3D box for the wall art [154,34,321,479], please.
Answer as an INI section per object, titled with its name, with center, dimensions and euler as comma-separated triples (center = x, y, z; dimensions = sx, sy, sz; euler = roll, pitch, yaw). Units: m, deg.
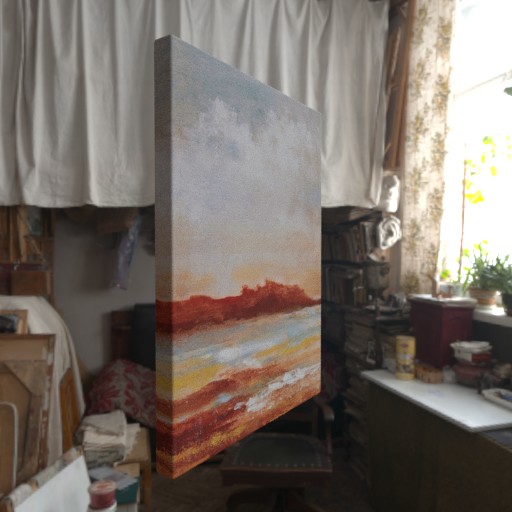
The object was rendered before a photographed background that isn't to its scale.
[wall art]
center = 0.000, 0.000, 0.789
dimensions = 0.035, 0.605, 0.443
euler = 1, 2, 35
